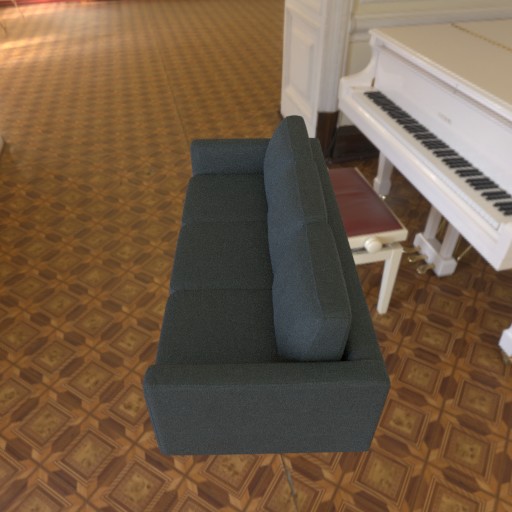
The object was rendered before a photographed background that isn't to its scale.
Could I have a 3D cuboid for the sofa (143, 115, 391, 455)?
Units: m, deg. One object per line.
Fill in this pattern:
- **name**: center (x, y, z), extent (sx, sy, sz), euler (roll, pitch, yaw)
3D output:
- **sofa**: center (0.000, 0.000, 2.503), extent (0.935, 0.945, 2.013), euler (-1, 40, -1)
